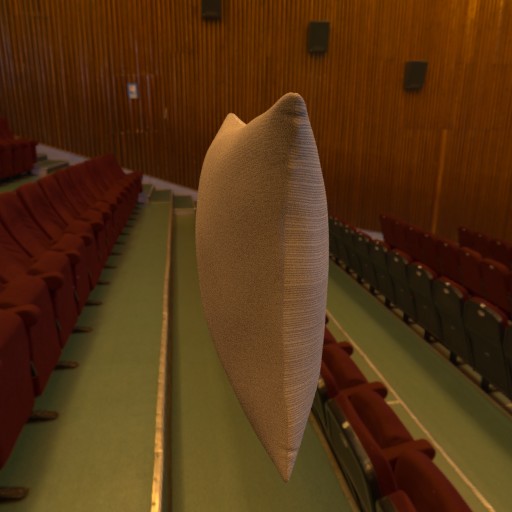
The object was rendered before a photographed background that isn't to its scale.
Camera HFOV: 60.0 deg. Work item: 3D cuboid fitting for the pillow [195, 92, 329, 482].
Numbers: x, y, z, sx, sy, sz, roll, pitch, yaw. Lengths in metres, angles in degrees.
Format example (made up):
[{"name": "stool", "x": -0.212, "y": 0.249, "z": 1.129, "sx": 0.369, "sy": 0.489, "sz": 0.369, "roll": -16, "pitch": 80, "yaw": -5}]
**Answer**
[{"name": "pillow", "x": 0.000, "y": 0.000, "z": 0.769, "sx": 0.204, "sy": 0.497, "sz": 0.512, "roll": -3, "pitch": 16, "yaw": -10}]
